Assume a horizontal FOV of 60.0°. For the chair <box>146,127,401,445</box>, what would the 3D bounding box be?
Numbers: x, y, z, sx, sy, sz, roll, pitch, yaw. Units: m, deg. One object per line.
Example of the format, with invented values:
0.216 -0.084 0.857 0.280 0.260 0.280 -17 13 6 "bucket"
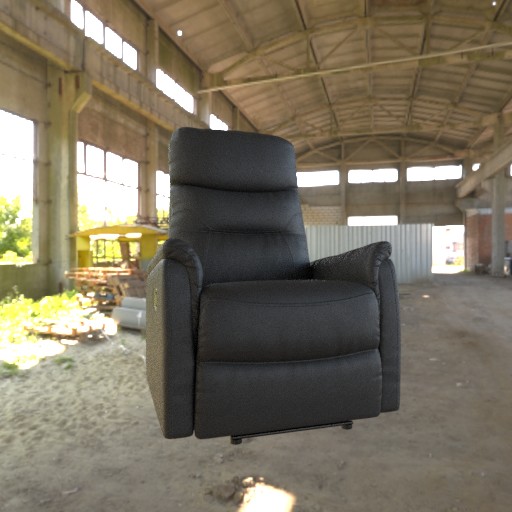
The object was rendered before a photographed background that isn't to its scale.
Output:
0.000 0.000 1.669 0.775 1.082 0.831 0 0 -18 "chair"
